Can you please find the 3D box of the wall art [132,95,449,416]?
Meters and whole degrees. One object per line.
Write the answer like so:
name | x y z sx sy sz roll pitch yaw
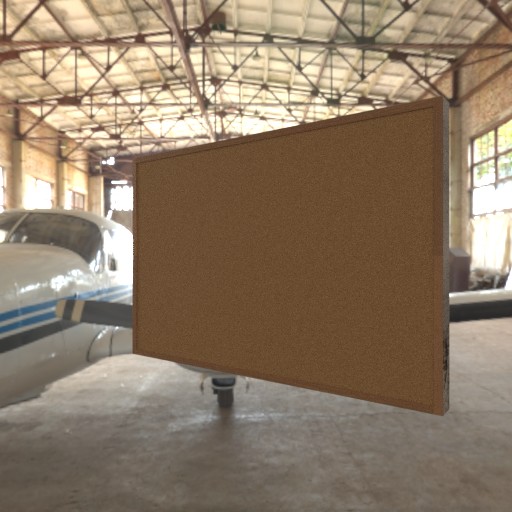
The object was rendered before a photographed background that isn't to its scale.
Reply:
wall art | 0.000 0.000 0.757 0.613 0.407 0.035 0 0 36
